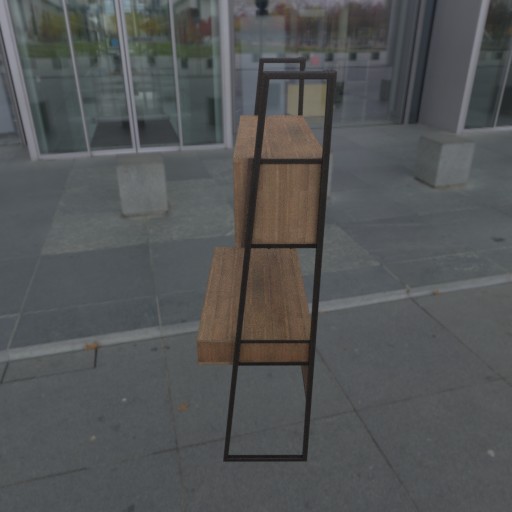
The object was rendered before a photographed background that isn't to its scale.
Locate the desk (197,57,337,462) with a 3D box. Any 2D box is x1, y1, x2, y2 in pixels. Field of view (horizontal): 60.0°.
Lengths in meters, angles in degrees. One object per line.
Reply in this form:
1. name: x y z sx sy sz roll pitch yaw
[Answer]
1. desk: 0.000 0.000 2.251 0.515 1.809 0.982 0 26 0
